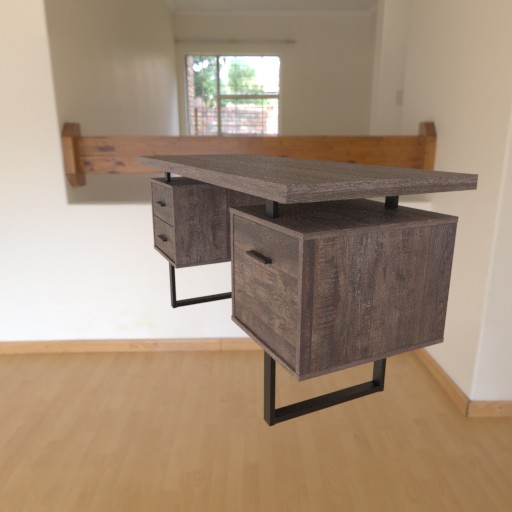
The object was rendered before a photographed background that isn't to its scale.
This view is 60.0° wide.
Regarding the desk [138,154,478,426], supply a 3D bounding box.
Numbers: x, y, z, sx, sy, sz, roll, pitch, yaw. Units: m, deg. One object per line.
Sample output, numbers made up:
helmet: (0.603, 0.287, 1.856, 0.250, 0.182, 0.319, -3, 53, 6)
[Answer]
desk: (0.000, 0.000, 1.836, 0.600, 0.760, 1.524, -7, 17, -25)
